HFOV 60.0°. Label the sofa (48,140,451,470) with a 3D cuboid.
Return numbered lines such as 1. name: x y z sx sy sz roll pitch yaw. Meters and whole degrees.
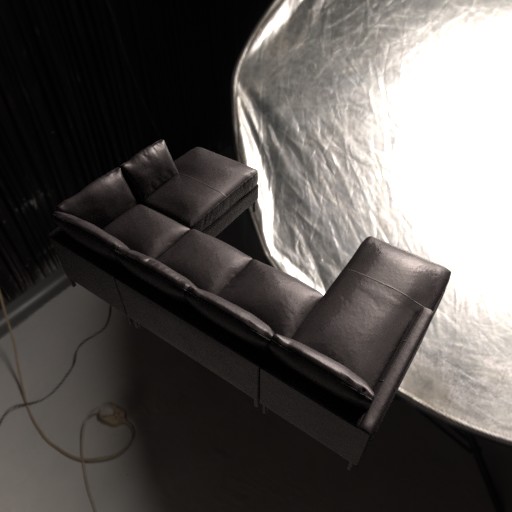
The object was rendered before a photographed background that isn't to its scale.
1. sofa: 0.000 0.000 3.801 2.956 0.900 1.939 26 51 23
